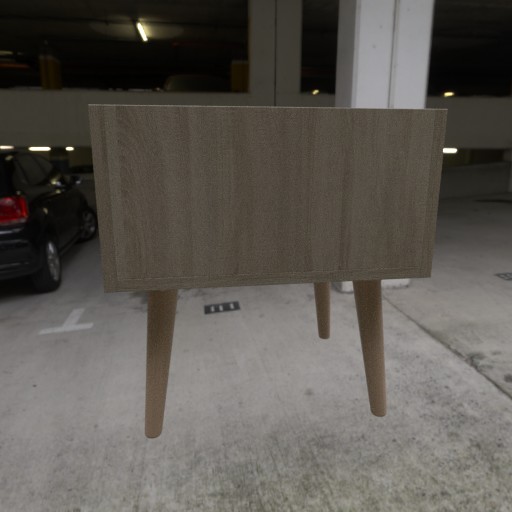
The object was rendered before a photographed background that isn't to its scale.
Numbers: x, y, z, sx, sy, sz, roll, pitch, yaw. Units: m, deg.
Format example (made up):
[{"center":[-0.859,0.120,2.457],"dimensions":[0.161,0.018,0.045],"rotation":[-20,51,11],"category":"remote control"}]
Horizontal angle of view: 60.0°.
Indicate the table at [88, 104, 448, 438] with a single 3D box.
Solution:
[{"center":[0.000,0.000,0.780],"dimensions":[0.450,0.470,0.370],"rotation":[-2,14,-8],"category":"table"}]
